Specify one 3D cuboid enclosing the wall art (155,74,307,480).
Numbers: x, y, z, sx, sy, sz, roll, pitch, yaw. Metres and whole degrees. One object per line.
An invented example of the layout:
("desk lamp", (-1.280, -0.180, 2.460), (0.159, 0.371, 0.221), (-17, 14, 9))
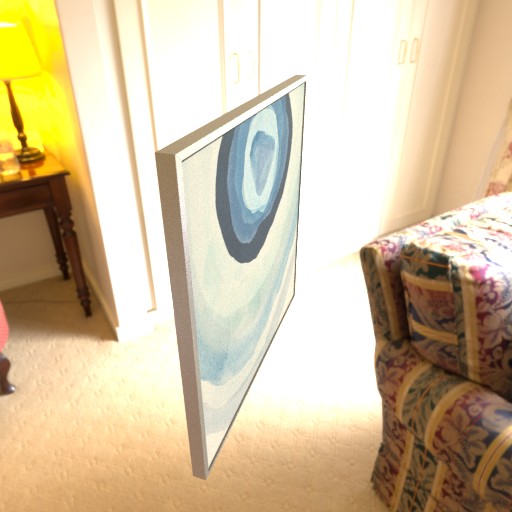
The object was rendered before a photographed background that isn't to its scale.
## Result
("wall art", (0.000, 0.000, 1.201), (0.038, 0.807, 0.809), (10, 32, 17))
